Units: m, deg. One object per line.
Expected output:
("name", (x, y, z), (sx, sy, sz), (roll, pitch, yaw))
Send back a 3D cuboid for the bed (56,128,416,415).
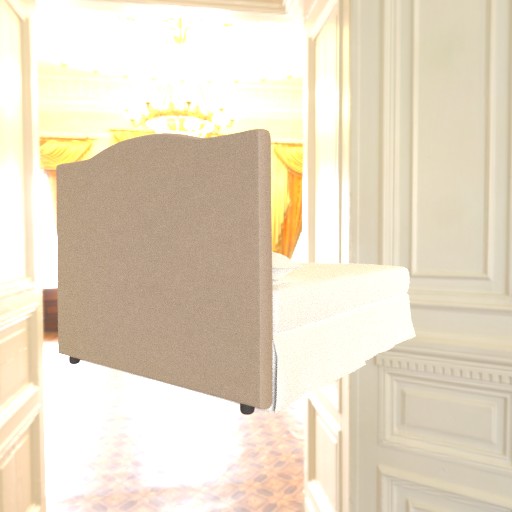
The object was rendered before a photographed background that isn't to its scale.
("bed", (0.000, 0.000, 3.441), (1.821, 1.436, 2.282), (2, 3, 36))
